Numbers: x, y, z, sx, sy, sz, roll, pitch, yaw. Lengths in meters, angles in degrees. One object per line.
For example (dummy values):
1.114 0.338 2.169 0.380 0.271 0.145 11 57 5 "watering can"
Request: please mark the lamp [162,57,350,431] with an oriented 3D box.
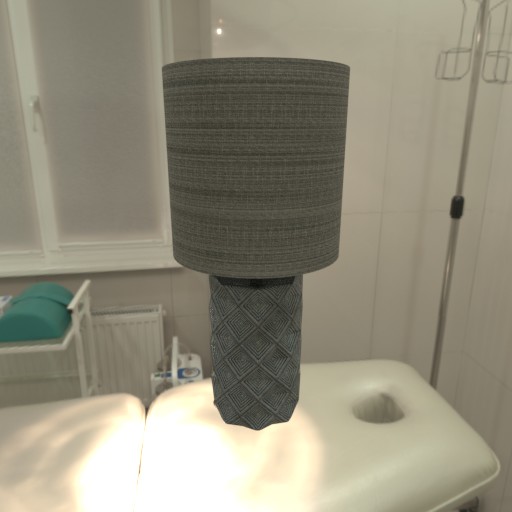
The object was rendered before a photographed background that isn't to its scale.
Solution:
0.000 0.000 0.727 0.268 0.566 0.269 -3 17 -9 "lamp"
